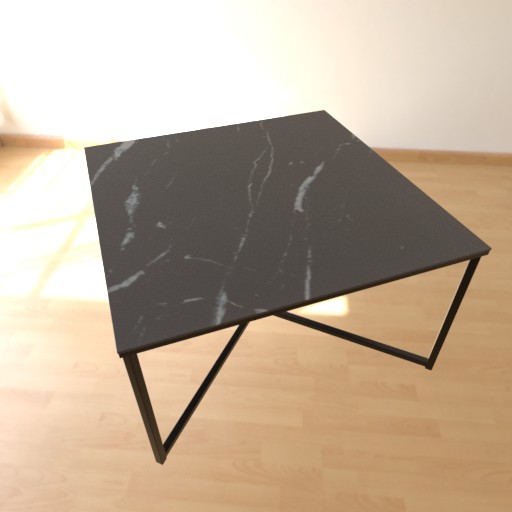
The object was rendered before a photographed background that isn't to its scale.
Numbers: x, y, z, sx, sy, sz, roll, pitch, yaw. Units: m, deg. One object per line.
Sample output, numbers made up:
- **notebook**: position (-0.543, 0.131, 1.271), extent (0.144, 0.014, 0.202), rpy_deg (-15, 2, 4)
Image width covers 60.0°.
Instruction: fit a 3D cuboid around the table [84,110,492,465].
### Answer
- **table**: position (0.000, 0.000, 1.290), extent (0.800, 0.450, 0.800), rpy_deg (-14, 43, -15)
